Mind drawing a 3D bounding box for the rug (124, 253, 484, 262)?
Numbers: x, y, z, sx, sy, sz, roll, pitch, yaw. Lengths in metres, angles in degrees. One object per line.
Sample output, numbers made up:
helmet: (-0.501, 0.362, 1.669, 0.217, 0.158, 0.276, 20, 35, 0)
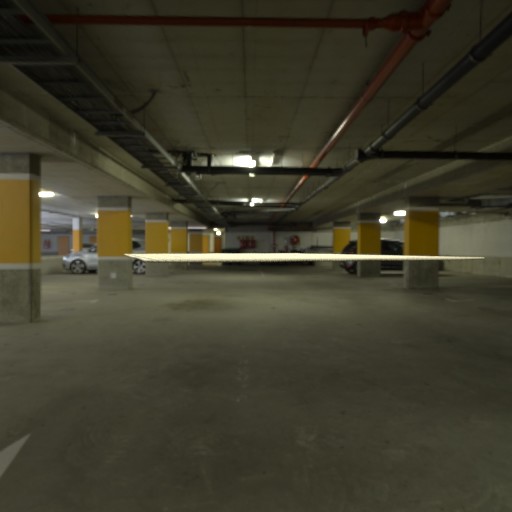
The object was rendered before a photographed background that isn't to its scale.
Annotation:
rug: (0.000, 0.000, 4.473, 2.436, 0.026, 3.381, 0, 1, -19)
